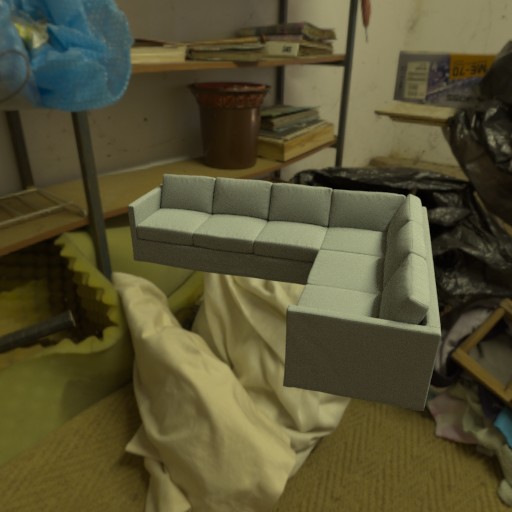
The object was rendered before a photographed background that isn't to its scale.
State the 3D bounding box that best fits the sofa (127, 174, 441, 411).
[{"bbox_3d":[0.000,0.000,4.342,3.182,0.871,2.432,8,28,15],"label":"sofa"}]
